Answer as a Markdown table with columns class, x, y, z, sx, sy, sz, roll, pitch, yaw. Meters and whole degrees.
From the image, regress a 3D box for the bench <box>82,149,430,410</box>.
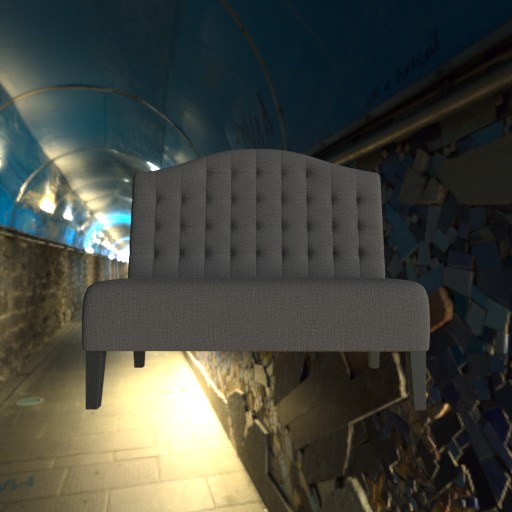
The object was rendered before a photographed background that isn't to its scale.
| class | x | y | z | sx | sy | sz | roll | pitch | yaw |
| --- | --- | --- | --- | --- | --- | --- | --- | --- | --- |
| bench | 0.000 | 0.000 | 2.077 | 1.335 | 1.180 | 0.815 | 0 | -1 | 0 |
